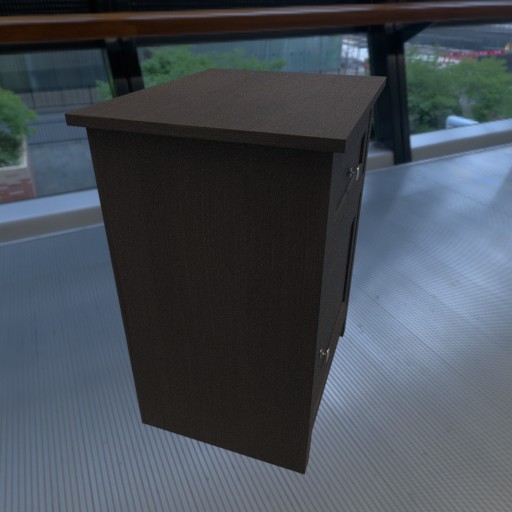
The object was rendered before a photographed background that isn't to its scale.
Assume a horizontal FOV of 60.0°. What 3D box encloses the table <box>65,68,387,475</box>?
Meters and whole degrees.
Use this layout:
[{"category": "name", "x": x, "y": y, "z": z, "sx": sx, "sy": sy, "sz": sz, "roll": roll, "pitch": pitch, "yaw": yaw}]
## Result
[{"category": "table", "x": 0.000, "y": 0.000, "z": 0.900, "sx": 0.381, "sy": 0.635, "sz": 0.480, "roll": 10, "pitch": 32, "yaw": 17}]
